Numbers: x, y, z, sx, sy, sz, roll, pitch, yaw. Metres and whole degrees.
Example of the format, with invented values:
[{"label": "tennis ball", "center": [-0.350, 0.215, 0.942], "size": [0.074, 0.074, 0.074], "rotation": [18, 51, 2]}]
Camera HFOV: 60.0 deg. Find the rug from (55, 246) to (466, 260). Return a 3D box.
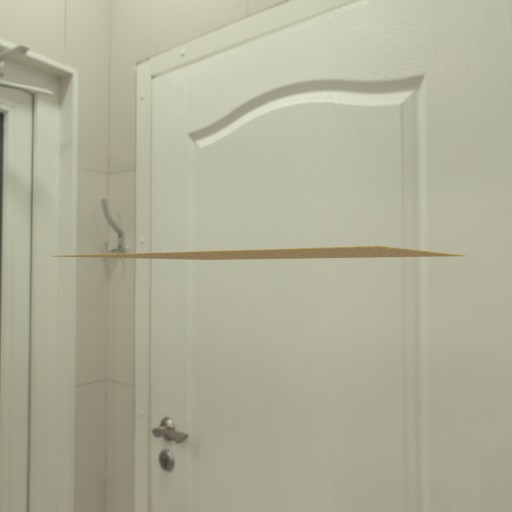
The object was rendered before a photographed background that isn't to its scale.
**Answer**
[{"label": "rug", "center": [0.000, 0.000, 3.746], "size": [2.895, 0.006, 1.981], "rotation": [-1, -2, 36]}]
